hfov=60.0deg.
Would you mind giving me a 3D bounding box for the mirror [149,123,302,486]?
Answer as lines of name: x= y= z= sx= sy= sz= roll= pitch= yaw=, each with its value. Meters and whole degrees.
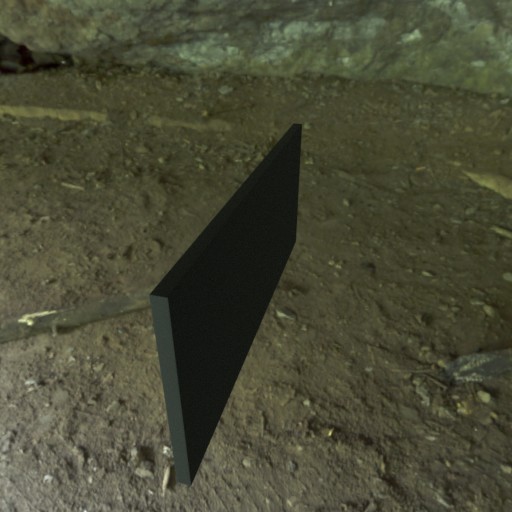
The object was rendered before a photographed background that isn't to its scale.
mirror: x=0.000 y=0.000 z=1.810 sx=0.047 sy=0.692 sz=1.584 roll=8 pitch=31 yaw=14
